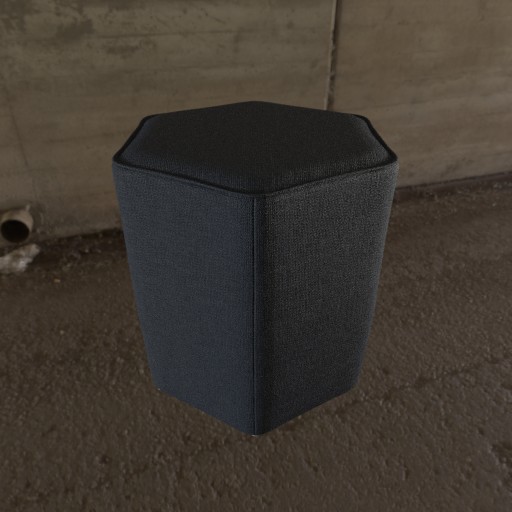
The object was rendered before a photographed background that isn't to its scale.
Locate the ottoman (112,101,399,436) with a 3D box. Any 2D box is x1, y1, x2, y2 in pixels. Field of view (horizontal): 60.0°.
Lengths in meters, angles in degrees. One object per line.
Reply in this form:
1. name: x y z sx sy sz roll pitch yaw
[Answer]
1. ottoman: 0.000 0.000 0.883 0.492 0.505 0.454 20 38 28
